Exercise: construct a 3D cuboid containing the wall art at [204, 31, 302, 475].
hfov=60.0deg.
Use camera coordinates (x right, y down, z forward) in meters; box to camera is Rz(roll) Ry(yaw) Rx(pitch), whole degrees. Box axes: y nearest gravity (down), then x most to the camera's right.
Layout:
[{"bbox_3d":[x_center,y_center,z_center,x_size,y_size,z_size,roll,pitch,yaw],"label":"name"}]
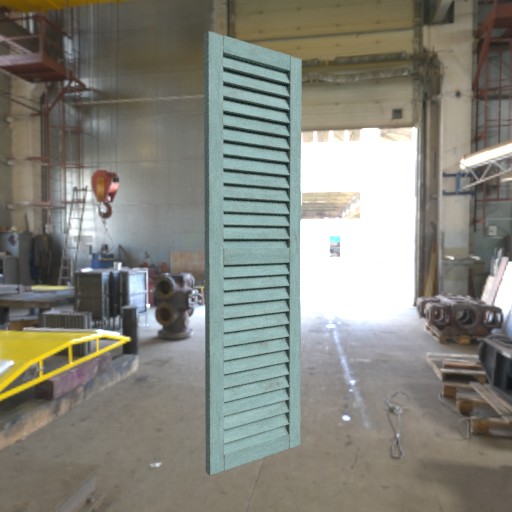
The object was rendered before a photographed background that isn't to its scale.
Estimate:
[{"bbox_3d":[0.000,0.000,1.316,0.329,1.219,0.025,-1,3,-34],"label":"wall art"}]
